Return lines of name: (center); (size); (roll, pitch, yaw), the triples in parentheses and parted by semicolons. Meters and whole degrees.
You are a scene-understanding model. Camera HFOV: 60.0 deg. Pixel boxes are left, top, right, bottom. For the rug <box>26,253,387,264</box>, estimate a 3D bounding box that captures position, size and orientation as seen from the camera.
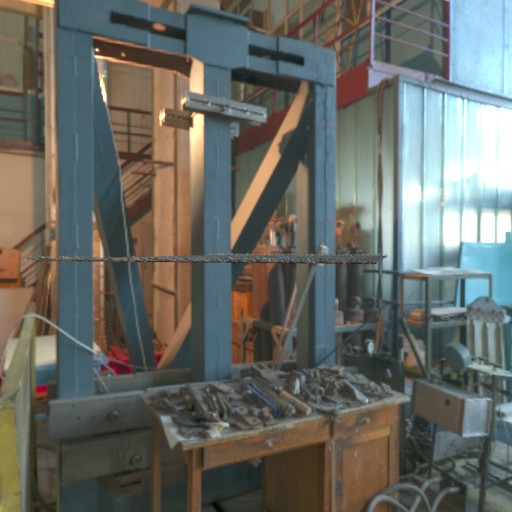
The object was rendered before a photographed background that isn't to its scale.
rug: (0.000, 0.000, 4.344); (2.418, 0.047, 3.307); (0, 1, 18)
